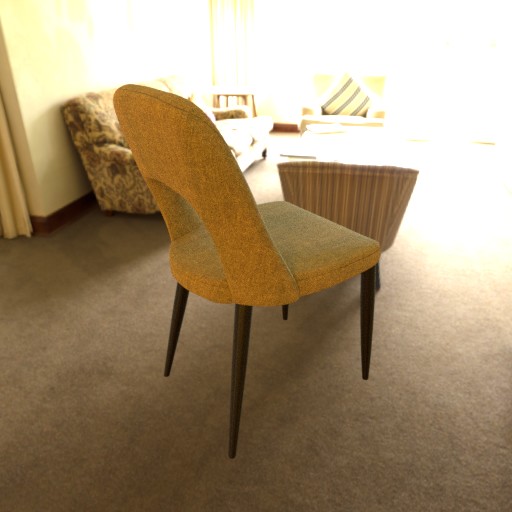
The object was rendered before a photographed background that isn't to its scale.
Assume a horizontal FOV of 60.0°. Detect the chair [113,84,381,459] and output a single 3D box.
[{"bbox_3d":[0.000,0.000,1.248,0.612,0.931,0.470,-18,32,-32],"label":"chair"}]
